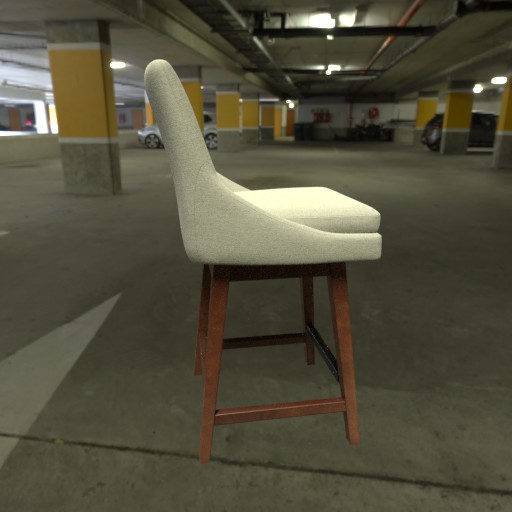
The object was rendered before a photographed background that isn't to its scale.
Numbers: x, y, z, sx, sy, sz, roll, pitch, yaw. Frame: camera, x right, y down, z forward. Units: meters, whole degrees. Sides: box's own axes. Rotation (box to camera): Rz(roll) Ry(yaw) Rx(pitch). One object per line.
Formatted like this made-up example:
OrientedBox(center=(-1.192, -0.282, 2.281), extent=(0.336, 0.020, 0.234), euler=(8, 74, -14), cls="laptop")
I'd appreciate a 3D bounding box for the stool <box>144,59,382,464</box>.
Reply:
OrientedBox(center=(0.000, 0.000, 1.277), extent=(0.559, 0.991, 0.469), euler=(-3, 17, -9), cls="stool")
